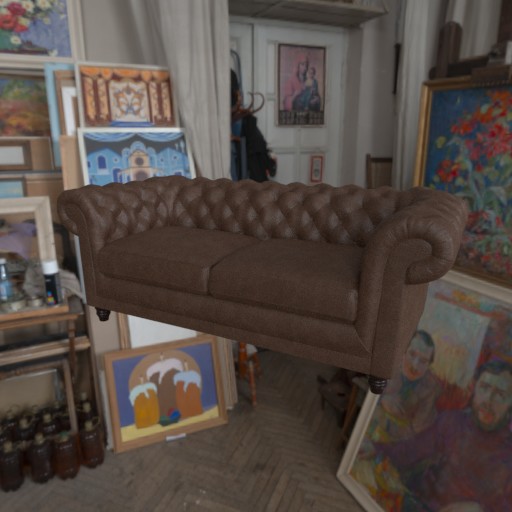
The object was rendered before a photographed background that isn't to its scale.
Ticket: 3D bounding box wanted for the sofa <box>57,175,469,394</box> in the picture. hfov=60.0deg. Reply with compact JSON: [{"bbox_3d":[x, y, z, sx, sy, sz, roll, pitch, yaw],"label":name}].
[{"bbox_3d":[0.000,0.000,2.438,2.048,0.784,0.955,8,17,27],"label":"sofa"}]
